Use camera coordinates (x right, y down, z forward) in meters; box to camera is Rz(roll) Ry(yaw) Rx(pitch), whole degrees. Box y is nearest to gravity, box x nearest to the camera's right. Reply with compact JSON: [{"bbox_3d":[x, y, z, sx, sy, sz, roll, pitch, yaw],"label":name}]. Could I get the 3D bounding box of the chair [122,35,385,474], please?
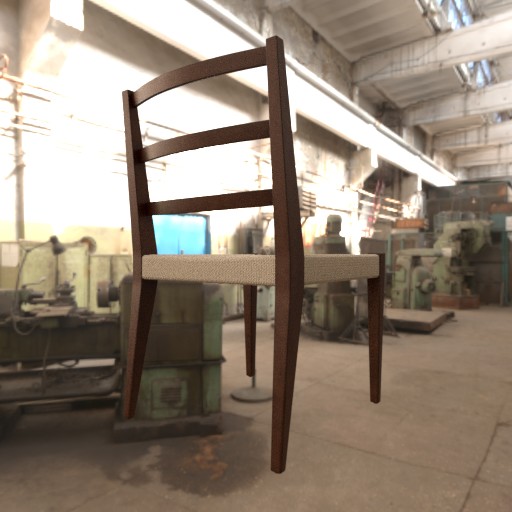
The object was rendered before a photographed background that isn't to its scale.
[{"bbox_3d":[0.000,0.000,1.148,0.480,0.813,0.551,0,0,37],"label":"chair"}]
